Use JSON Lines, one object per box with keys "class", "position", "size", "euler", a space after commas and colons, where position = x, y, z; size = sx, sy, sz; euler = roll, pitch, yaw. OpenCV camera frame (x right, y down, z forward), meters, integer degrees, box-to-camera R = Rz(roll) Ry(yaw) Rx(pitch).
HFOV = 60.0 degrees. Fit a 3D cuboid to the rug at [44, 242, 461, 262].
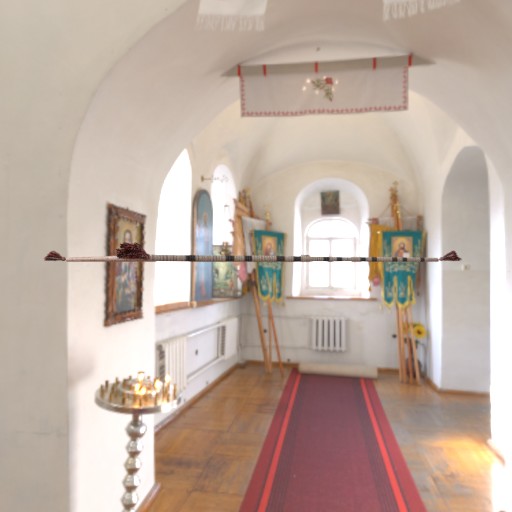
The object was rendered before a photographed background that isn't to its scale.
{"class": "rug", "position": [0.000, 0.000, 2.598], "size": [2.069, 0.067, 1.444], "euler": [1, -1, -36]}
